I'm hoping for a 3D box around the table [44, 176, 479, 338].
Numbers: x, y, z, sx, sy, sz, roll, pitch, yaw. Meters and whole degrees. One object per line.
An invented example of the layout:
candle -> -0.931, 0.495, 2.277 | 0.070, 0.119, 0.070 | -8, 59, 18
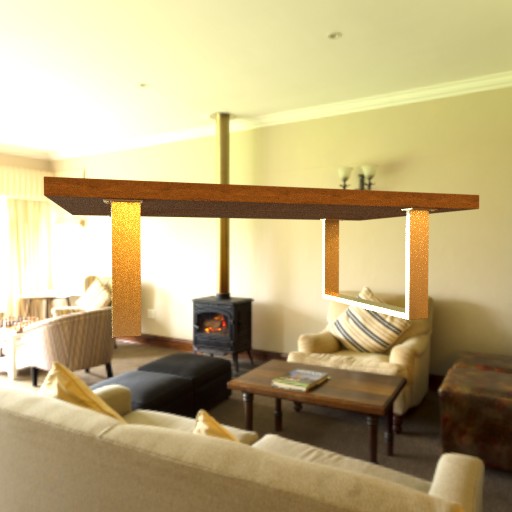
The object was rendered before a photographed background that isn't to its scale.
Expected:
table -> 0.000, 0.000, 1.737 | 1.400, 0.440, 0.800 | 0, 2, -18
